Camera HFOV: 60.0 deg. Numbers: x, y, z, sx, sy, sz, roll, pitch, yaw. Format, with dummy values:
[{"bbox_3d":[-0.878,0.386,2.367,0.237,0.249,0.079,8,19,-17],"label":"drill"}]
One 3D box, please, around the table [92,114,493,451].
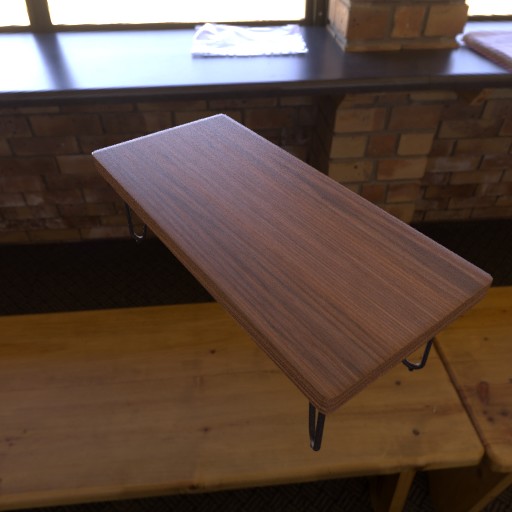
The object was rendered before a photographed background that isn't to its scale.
[{"bbox_3d":[0.000,0.000,1.649,0.637,0.468,1.375,-26,47,-27],"label":"table"}]
